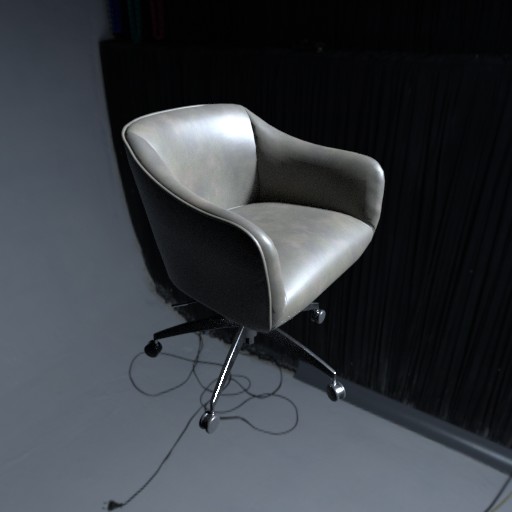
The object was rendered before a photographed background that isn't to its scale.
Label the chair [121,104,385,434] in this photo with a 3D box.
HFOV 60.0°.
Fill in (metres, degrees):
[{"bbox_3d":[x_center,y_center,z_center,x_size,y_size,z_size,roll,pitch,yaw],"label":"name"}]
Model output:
[{"bbox_3d":[0.000,0.000,1.384,0.689,0.827,0.713,18,32,31],"label":"chair"}]
